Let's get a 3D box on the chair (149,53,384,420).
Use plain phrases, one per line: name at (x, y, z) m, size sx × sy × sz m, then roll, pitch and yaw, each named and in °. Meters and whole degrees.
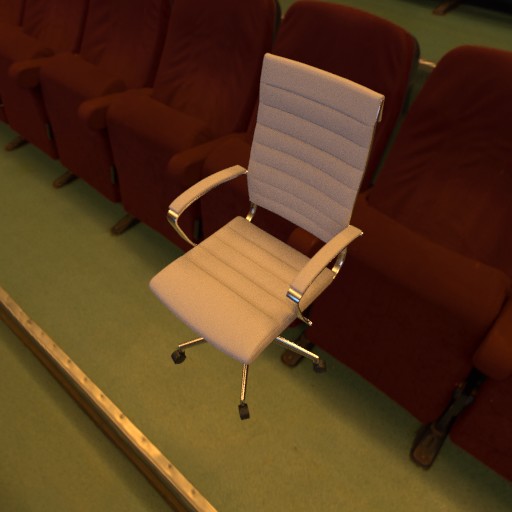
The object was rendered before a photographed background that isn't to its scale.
chair at (0.000, 0.000, 1.615) m, size 0.679 × 1.149 × 0.667 m, roll 33°, pitch 55°, yaw 26°
